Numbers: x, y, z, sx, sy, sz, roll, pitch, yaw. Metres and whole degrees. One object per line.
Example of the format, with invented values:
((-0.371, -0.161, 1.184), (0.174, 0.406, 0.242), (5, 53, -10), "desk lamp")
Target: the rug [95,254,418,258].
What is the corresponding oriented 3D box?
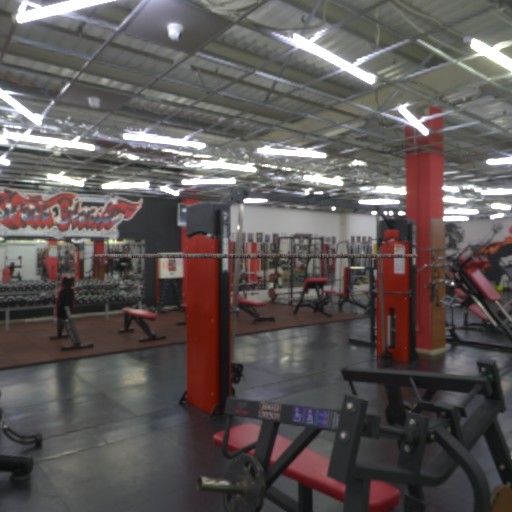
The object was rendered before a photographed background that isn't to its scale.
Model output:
((0.000, 0.000, 2.208), (1.514, 0.015, 1.514), (0, 0, 0), "rug")
